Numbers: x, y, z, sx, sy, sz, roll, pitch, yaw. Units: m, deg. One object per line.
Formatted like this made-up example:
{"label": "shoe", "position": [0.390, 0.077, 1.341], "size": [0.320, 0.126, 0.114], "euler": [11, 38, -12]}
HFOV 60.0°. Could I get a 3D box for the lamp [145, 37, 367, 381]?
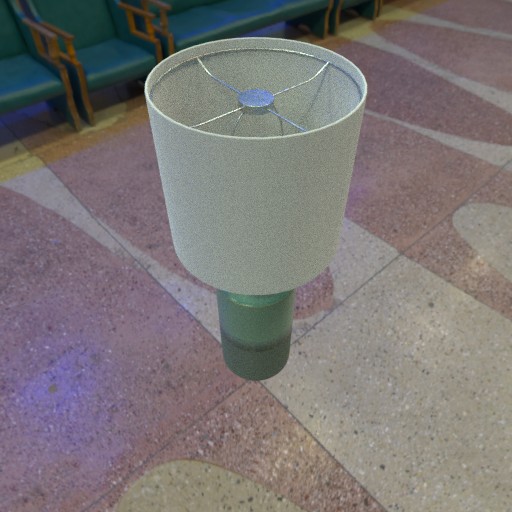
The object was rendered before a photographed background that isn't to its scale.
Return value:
{"label": "lamp", "position": [0.000, 0.000, 0.605], "size": [0.212, 0.493, 0.212], "euler": [-31, 54, -26]}
